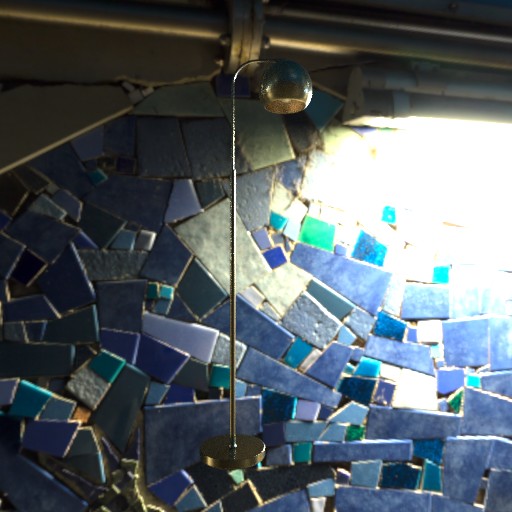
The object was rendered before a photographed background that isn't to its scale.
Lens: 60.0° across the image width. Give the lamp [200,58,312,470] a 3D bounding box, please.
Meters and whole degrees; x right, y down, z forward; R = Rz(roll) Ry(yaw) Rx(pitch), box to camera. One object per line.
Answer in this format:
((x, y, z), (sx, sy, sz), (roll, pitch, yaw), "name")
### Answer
((0.000, 0.000, 1.705), (0.431, 1.526, 0.250), (0, -1, 2), "lamp")
